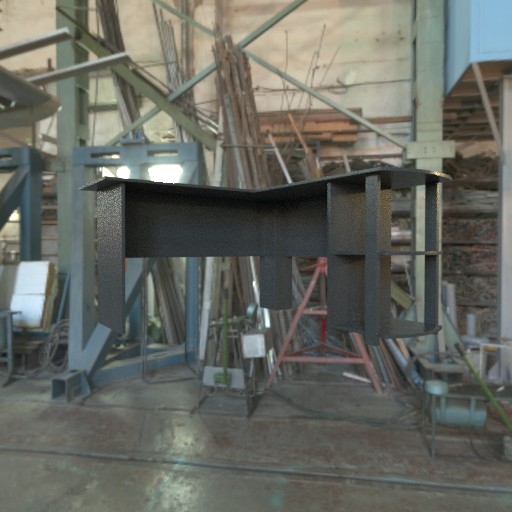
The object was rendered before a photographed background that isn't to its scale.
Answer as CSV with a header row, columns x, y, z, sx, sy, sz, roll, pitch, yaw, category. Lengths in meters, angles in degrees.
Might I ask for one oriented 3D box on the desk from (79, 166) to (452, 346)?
x,y,z,sx,sy,sz,roll,pitch,yaw,category
0.000,0.000,2.143,1.303,0.716,1.361,-1,1,-35,desk
